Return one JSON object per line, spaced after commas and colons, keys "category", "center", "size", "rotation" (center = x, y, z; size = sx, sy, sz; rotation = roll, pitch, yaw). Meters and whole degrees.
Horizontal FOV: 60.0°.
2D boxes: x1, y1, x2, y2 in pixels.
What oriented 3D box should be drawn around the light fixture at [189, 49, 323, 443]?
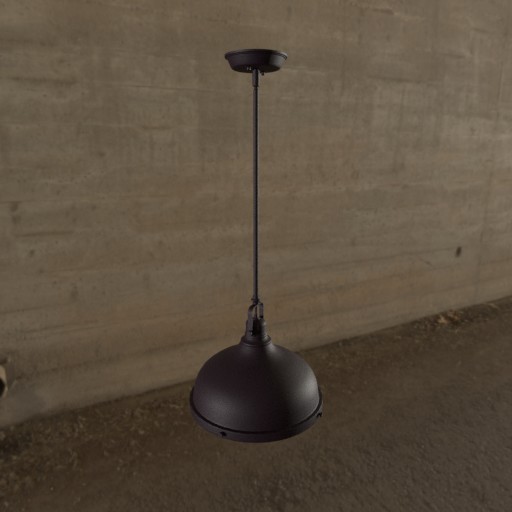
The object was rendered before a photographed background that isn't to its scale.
{"category": "light fixture", "center": [0.000, 0.000, 1.012], "size": [0.341, 0.849, 0.341], "rotation": [7, 15, 26]}
